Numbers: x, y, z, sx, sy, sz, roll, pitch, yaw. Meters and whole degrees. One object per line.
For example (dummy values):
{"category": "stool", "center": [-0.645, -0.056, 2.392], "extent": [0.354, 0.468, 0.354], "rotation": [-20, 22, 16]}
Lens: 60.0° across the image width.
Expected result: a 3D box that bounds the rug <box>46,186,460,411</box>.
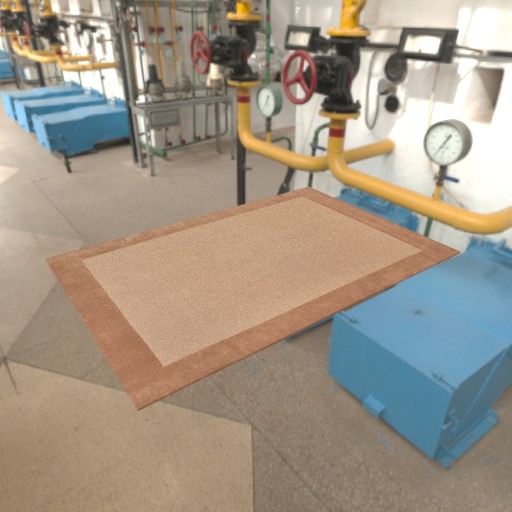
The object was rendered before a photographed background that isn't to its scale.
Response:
{"category": "rug", "center": [0.000, 0.000, 2.343], "extent": [1.829, 0.014, 1.219], "rotation": [-19, 35, -31]}
